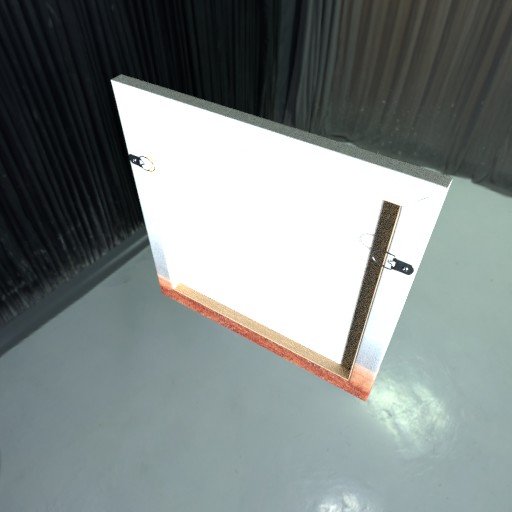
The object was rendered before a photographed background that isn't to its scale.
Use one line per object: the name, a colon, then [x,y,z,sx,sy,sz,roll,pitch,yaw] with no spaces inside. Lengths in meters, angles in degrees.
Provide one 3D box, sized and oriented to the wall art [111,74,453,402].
wall art: [0.000,0.000,1.148,0.760,0.760,0.042,24,50,22]
